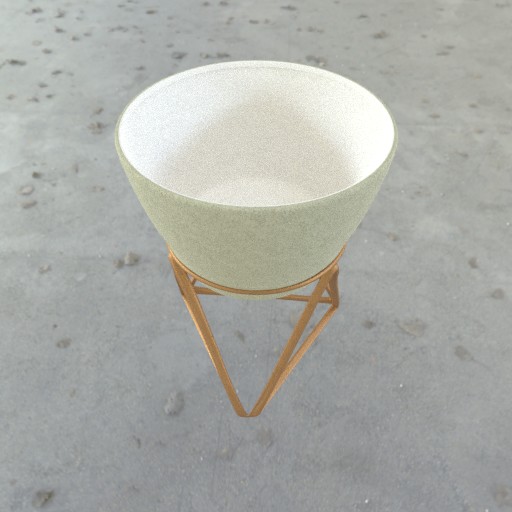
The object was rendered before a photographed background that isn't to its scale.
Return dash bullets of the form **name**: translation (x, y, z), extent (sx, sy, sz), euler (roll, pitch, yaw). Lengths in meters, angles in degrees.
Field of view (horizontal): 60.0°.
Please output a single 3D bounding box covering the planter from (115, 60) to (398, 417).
- **planter**: translation (0.000, 0.000, 0.740), extent (0.350, 0.504, 0.350), euler (4, 47, 4)
